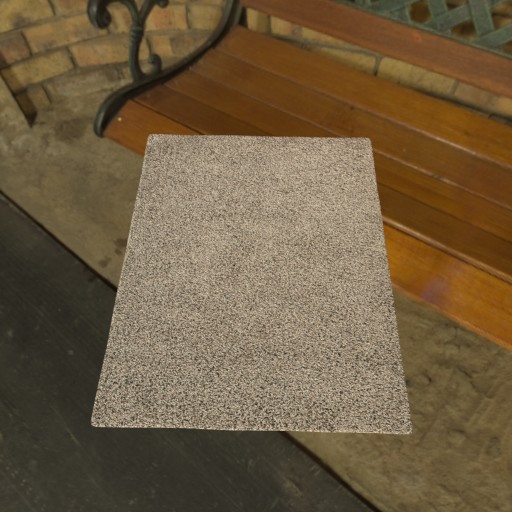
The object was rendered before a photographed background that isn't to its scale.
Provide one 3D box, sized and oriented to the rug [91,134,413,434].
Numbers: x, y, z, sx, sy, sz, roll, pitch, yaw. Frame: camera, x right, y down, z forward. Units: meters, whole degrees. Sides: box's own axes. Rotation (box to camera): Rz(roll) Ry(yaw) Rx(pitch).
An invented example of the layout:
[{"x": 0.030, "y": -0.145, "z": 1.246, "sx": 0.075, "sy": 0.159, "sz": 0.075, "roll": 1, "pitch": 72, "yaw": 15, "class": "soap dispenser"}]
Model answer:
[{"x": 0.000, "y": 0.000, "z": 4.109, "sx": 2.438, "sy": 0.029, "sz": 3.047, "roll": 1, "pitch": 60, "yaw": 1, "class": "rug"}]
